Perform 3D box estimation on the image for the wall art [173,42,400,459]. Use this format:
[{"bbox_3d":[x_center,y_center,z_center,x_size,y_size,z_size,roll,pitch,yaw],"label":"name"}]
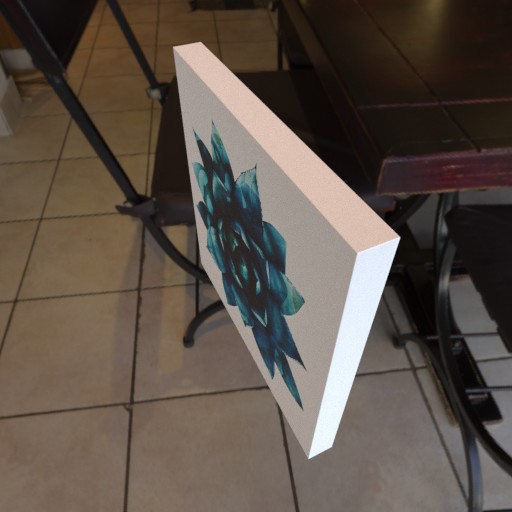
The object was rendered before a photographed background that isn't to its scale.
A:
[{"bbox_3d":[0.000,0.000,0.592,0.038,0.406,0.406,-19,49,-18],"label":"wall art"}]
